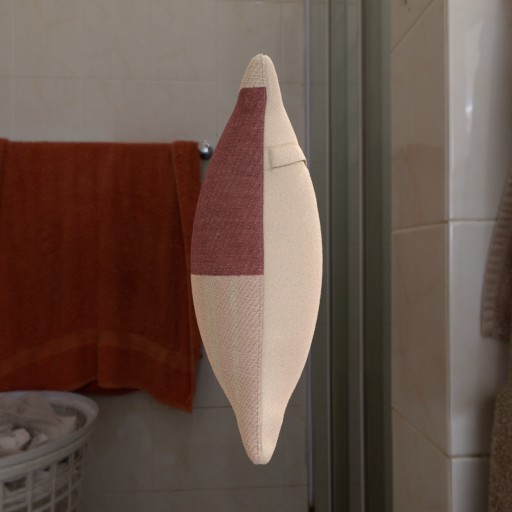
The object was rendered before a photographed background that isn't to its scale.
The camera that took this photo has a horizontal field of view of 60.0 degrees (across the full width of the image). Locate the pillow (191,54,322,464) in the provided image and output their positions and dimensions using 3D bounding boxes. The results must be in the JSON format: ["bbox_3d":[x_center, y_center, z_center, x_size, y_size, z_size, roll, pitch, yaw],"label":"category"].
[{"bbox_3d":[0.000,0.000,0.794,0.229,0.506,0.536,0,0,-1],"label":"pillow"}]
